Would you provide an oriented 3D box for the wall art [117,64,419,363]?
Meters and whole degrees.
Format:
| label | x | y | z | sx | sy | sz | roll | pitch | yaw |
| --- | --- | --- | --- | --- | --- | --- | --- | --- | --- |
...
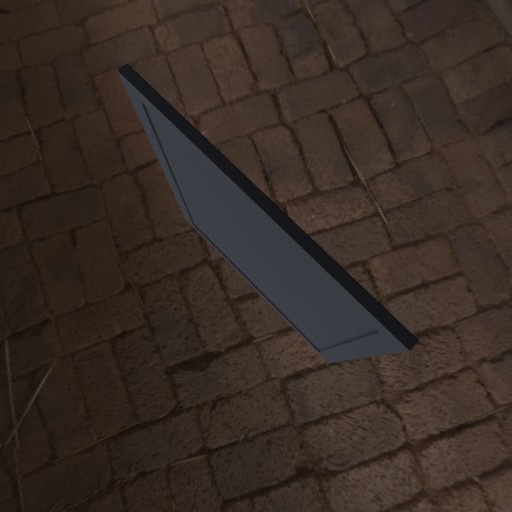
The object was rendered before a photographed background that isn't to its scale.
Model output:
| label | x | y | z | sx | sy | sz | roll | pitch | yaw |
| --- | --- | --- | --- | --- | --- | --- | --- | --- | --- |
| wall art | 0.000 | 0.000 | 0.506 | 0.010 | 0.361 | 0.311 | -43 | 79 | -10 |
